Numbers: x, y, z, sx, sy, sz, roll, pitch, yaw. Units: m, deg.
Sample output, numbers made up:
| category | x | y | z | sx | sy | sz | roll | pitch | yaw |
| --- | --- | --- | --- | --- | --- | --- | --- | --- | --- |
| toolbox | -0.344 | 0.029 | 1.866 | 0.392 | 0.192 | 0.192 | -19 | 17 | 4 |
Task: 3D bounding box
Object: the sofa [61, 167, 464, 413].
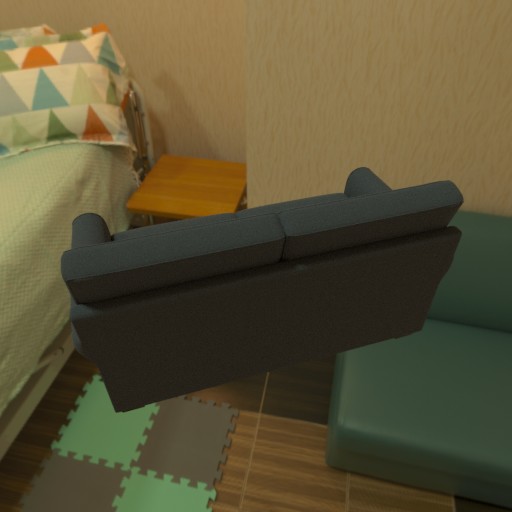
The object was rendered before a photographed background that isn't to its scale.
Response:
| category | x | y | z | sx | sy | sz | roll | pitch | yaw |
| --- | --- | --- | --- | --- | --- | --- | --- | --- | --- |
| sofa | 0.000 | 0.000 | 2.482 | 1.930 | 1.020 | 0.940 | -12 | 42 | -13 |
